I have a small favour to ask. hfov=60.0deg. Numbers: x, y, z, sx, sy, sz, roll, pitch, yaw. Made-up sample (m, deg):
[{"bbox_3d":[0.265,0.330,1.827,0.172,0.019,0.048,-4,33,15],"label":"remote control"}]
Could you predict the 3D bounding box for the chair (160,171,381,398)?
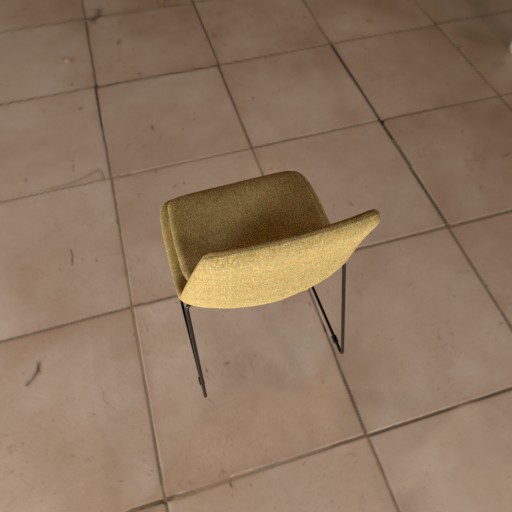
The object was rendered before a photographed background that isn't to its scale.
[{"bbox_3d":[0.000,0.000,1.178,0.479,0.849,0.496,-15,60,-9],"label":"chair"}]
